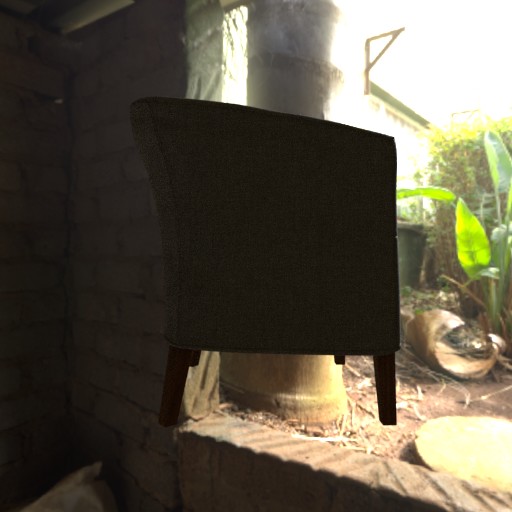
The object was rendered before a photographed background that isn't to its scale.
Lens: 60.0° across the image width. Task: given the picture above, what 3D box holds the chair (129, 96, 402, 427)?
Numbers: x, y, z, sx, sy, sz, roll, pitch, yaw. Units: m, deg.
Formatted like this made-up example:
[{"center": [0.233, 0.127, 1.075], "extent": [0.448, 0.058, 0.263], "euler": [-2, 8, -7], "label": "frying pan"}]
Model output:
[{"center": [0.000, 0.000, 1.279], "extent": [0.668, 0.771, 0.600], "euler": [0, 1, -2], "label": "chair"}]
